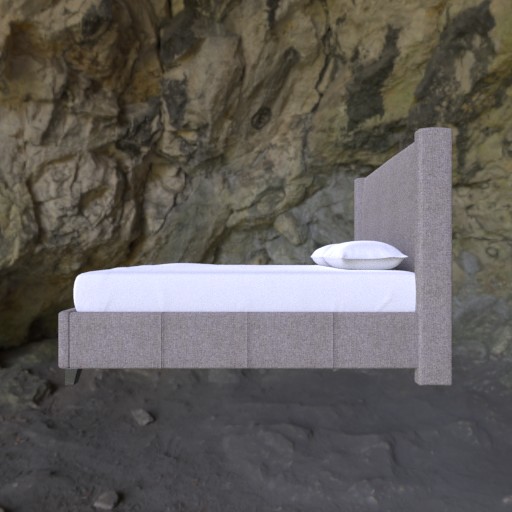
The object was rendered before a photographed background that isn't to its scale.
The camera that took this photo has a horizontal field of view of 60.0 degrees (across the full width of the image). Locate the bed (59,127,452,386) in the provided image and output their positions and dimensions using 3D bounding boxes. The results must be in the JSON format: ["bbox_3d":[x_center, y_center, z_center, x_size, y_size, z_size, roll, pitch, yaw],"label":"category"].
[{"bbox_3d":[0.000,0.000,3.366,2.245,1.476,1.714,0,0,0],"label":"bed"}]
